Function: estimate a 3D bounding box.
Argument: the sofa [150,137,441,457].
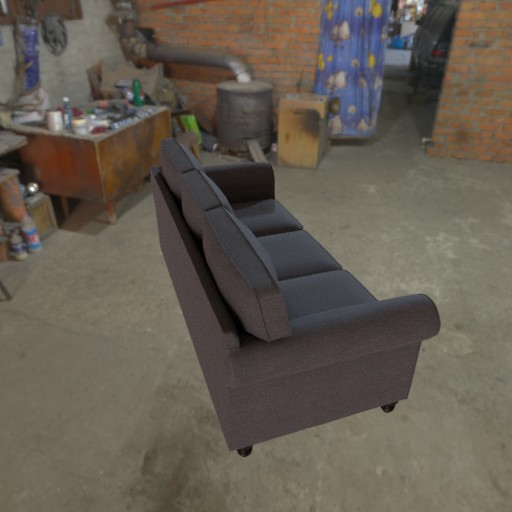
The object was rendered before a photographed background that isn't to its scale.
[{"bbox_3d":[0.000,0.000,2.588,0.909,0.966,2.084,-10,31,-17],"label":"sofa"}]
